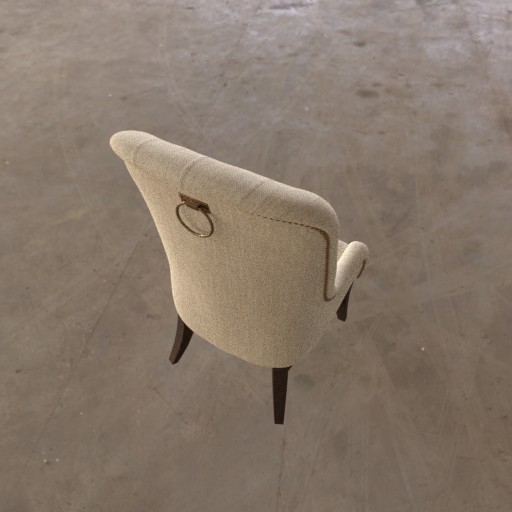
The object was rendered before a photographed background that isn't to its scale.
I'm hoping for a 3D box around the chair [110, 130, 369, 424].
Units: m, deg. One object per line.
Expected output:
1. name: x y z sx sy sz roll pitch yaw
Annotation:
1. chair: 0.000 0.000 1.498 0.634 1.091 0.629 24 52 20
